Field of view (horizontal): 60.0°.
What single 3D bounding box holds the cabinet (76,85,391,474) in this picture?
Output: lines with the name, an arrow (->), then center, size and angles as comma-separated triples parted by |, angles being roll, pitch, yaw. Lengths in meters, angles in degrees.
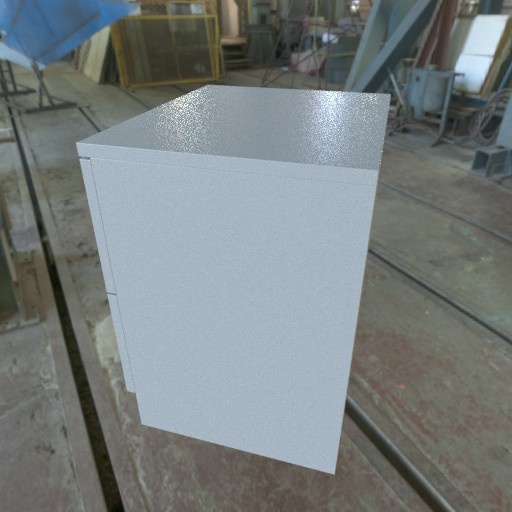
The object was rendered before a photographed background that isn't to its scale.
cabinet -> 0.000, 0.000, 0.748 | 0.360, 0.470, 0.400 | 8, 31, 14
